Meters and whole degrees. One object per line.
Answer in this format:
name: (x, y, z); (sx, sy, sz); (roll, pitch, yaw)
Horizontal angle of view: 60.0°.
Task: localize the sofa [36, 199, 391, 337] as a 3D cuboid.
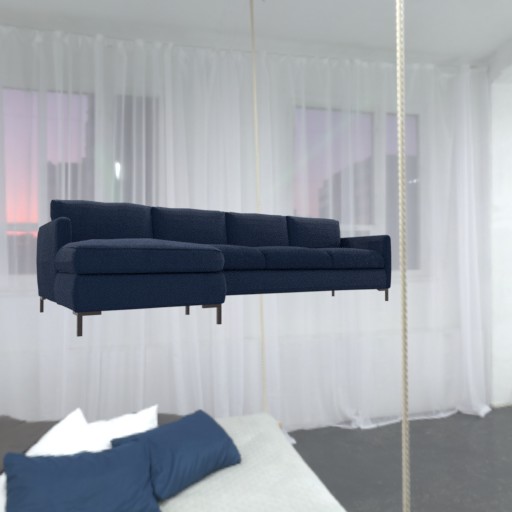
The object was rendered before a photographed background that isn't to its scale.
sofa: (0.000, 0.000, 2.853); (2.450, 0.679, 1.128); (1, -1, -34)
